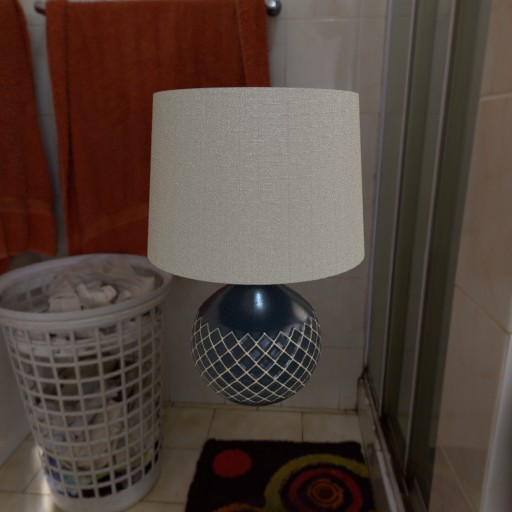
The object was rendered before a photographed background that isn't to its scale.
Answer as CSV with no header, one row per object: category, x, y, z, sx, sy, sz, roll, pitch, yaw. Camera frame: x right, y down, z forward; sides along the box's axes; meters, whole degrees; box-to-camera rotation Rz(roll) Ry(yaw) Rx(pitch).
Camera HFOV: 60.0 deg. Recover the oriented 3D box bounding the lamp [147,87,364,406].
lamp,0.000,0.000,0.792,0.376,0.540,0.376,0,16,0
